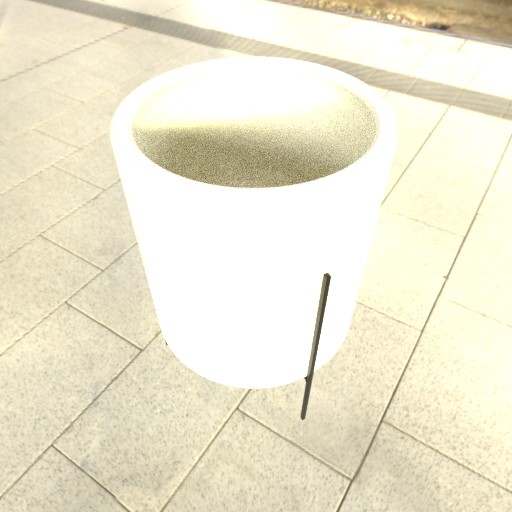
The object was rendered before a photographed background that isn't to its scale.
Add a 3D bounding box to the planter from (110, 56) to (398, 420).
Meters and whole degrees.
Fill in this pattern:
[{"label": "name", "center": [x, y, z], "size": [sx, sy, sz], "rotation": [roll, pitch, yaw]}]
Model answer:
[{"label": "planter", "center": [0.000, 0.000, 0.682], "size": [0.324, 0.483, 0.333], "rotation": [23, 50, 21]}]
